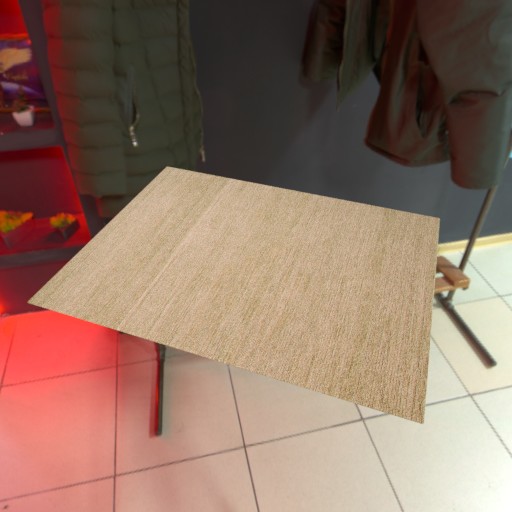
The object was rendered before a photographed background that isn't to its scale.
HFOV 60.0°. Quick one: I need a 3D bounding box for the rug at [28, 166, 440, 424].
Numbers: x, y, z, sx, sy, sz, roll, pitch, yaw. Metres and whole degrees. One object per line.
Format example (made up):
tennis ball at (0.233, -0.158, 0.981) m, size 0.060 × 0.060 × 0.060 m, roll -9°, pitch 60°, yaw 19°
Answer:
rug at (0.000, 0.000, 4.164) m, size 3.198 × 0.016 × 2.425 m, roll 13°, pitch 42°, yaw 15°
